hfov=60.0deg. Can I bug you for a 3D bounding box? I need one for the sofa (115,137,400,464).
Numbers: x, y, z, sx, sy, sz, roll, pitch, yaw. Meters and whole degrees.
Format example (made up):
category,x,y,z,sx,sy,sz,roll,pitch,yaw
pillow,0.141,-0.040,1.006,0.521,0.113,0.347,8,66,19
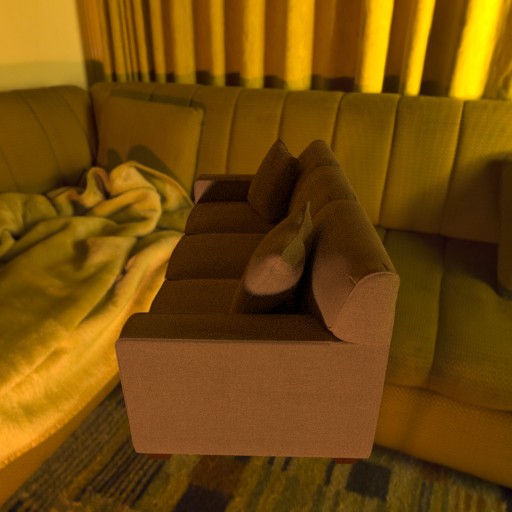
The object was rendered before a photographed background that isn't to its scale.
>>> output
category,x,y,z,sx,sy,sz,roll,pitch,yaw
sofa,0.000,0.000,2.472,0.997,0.958,2.024,1,27,1
